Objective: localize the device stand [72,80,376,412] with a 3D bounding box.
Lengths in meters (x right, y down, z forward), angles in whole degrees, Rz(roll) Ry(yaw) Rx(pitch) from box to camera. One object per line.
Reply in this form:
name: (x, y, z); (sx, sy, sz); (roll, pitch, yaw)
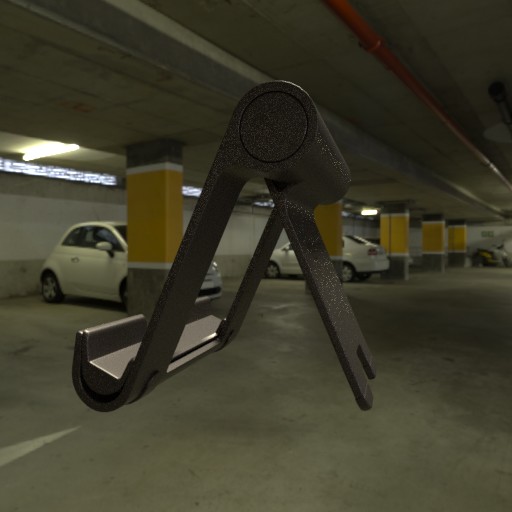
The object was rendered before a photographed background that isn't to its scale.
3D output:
device stand: (0.000, 0.000, 0.151); (0.079, 0.084, 0.088); (0, 1, 17)
